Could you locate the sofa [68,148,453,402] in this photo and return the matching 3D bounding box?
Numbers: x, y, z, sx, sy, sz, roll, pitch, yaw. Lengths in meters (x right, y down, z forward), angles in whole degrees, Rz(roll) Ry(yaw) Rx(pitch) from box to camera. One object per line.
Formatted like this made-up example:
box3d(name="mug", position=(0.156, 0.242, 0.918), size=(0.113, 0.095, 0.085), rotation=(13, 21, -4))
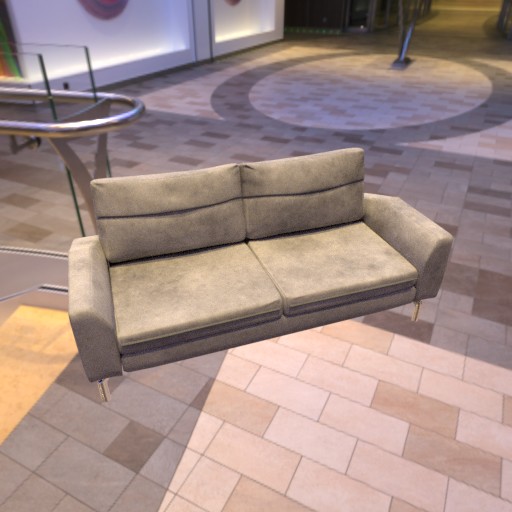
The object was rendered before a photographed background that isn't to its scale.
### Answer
box3d(name="sofa", position=(0.000, 0.000, 2.380), size=(1.837, 0.859, 0.849), rotation=(-11, 34, -16))
